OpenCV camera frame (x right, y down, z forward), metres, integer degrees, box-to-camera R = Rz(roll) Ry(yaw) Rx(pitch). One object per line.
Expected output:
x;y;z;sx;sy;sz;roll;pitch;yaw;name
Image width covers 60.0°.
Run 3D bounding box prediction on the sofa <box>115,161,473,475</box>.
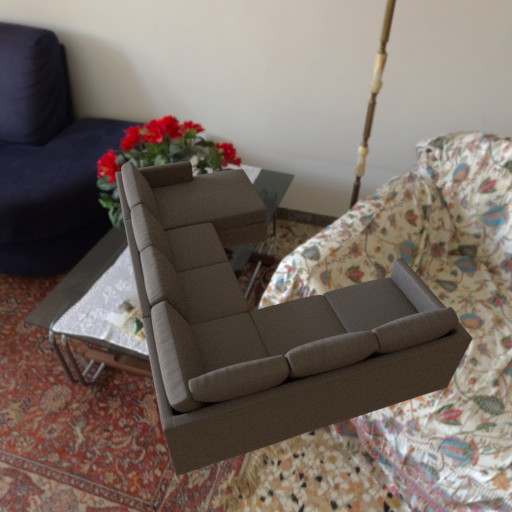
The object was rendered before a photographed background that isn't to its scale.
0.000;0.000;4.546;2.427;0.882;3.460;-12;43;-14;sofa
